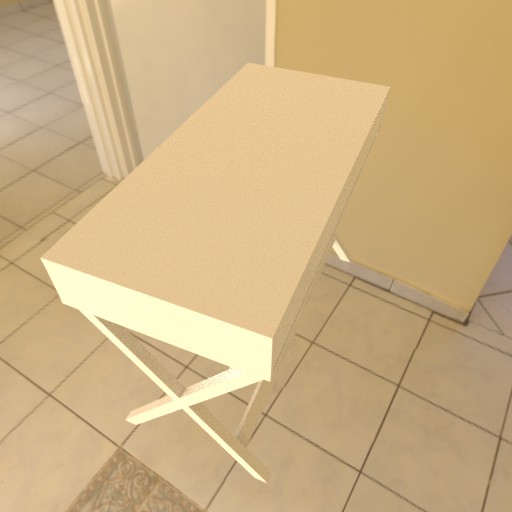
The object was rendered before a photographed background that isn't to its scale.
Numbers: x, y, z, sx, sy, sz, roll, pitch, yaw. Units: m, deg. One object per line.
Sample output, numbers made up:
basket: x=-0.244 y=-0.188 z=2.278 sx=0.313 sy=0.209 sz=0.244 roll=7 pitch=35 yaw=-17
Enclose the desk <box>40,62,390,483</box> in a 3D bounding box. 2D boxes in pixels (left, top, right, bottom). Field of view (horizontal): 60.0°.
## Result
desk: x=0.000 y=0.000 z=1.448 sx=0.509 sy=0.780 sz=1.059 roll=17 pitch=48 yaw=16
